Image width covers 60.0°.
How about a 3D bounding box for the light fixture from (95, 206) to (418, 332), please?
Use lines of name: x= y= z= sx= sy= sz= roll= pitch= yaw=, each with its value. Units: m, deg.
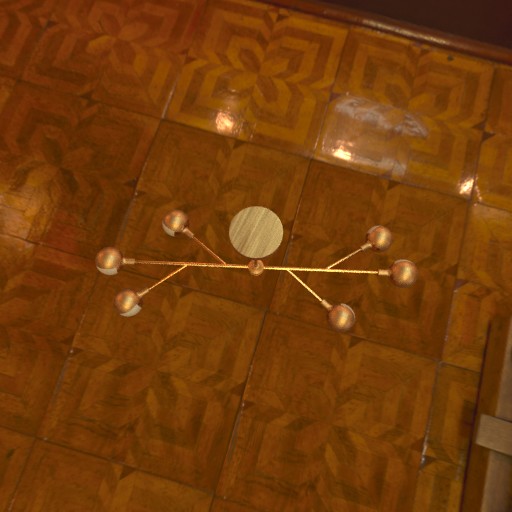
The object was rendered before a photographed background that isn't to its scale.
light fixture: x=0.000 y=0.000 z=1.004 sx=0.778 sy=0.362 sz=0.434 roll=18 pitch=76 yaw=5
